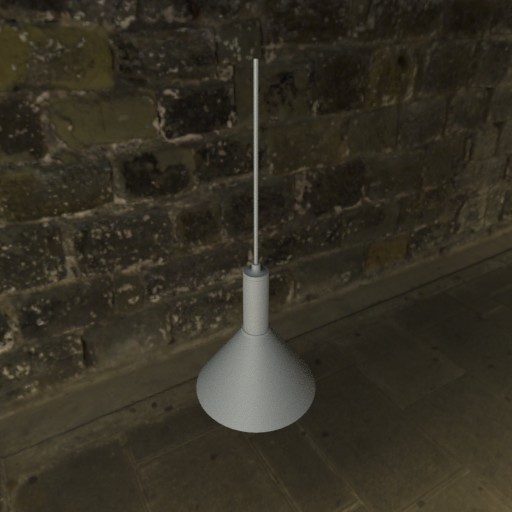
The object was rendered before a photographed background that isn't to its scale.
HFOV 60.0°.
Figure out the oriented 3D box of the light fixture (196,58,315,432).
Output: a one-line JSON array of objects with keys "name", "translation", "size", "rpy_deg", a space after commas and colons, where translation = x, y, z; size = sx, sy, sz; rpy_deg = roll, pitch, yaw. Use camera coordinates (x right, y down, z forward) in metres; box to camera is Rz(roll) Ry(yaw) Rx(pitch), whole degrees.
[{"name": "light fixture", "translation": [0.000, 0.000, 0.835], "size": [0.267, 0.683, 0.267], "rpy_deg": [-8, 31, -13]}]
